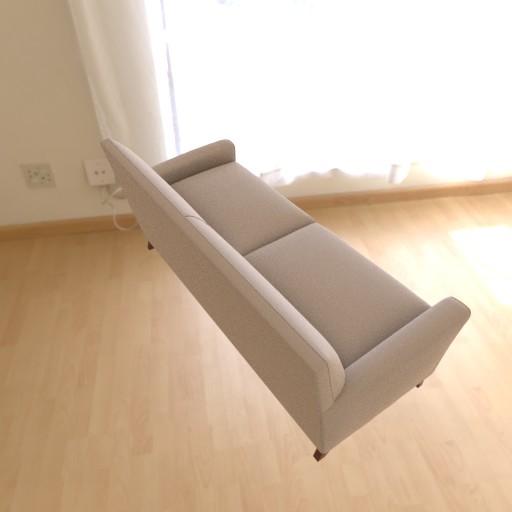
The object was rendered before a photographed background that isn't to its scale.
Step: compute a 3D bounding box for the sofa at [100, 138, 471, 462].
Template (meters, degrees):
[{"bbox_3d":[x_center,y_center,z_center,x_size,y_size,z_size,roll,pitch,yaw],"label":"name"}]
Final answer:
[{"bbox_3d":[0.000,0.000,2.407,0.875,0.846,2.000,-24,46,-26],"label":"sofa"}]
